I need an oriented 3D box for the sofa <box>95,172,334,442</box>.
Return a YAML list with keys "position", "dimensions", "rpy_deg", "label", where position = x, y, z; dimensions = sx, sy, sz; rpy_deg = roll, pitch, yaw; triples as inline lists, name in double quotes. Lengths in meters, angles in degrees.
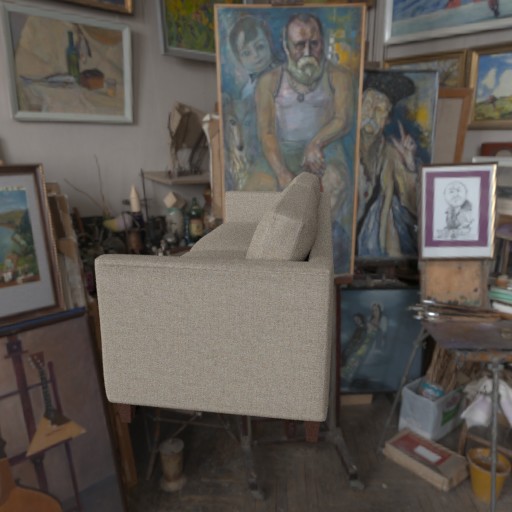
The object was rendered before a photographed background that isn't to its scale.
- position: [0.000, 0.000, 2.862]
  dimensions: [0.951, 0.965, 2.434]
  rpy_deg: [2, 15, 9]
  label: "sofa"
